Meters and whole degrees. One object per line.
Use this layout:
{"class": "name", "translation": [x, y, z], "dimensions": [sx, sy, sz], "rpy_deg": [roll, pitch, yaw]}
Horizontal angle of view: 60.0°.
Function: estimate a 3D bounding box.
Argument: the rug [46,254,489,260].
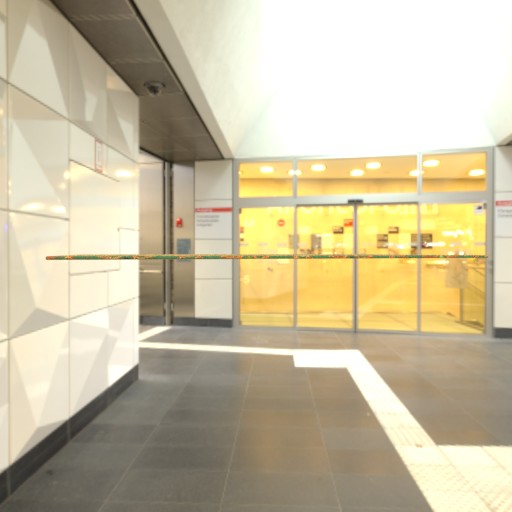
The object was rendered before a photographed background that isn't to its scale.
{"class": "rug", "translation": [0.000, 0.000, 2.899], "dimensions": [2.290, 0.016, 1.527], "rpy_deg": [0, 1, -17]}
